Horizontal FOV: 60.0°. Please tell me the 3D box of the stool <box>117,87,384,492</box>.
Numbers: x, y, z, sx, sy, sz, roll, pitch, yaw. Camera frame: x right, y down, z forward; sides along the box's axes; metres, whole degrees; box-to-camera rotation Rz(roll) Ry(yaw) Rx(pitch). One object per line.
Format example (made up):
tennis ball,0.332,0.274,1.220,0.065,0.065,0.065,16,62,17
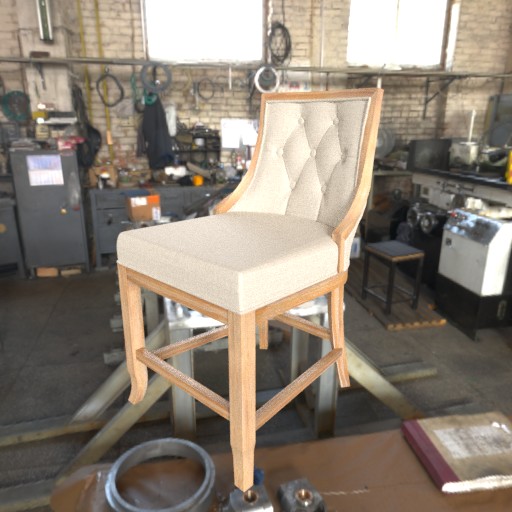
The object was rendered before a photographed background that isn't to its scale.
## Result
stool,0.000,0.000,1.310,0.524,0.938,0.626,16,23,41
